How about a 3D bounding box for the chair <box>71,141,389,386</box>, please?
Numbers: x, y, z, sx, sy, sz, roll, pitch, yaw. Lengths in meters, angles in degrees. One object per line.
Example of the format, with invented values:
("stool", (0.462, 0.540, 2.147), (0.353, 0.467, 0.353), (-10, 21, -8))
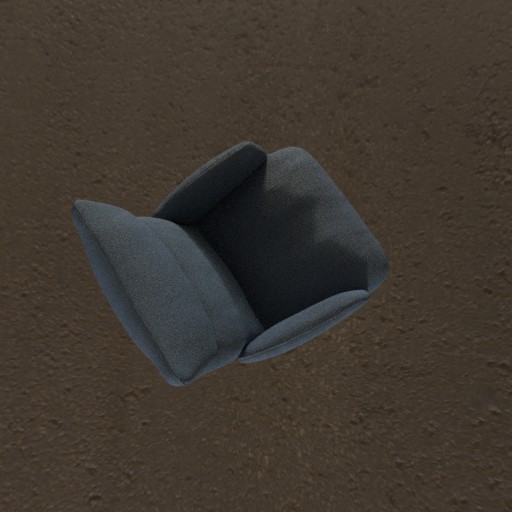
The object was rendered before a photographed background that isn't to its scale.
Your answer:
("chair", (0.000, 0.000, 1.595), (0.889, 1.016, 0.711), (-33, 78, -8))
